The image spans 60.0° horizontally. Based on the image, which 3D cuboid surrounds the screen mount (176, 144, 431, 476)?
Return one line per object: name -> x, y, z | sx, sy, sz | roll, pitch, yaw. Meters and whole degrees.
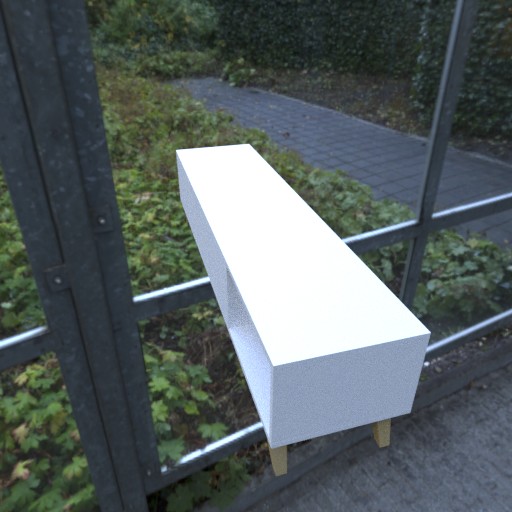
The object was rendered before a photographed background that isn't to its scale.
screen mount -> 0.000, 0.000, 1.809 | 0.399, 0.432, 1.644 | -8, 31, -14
